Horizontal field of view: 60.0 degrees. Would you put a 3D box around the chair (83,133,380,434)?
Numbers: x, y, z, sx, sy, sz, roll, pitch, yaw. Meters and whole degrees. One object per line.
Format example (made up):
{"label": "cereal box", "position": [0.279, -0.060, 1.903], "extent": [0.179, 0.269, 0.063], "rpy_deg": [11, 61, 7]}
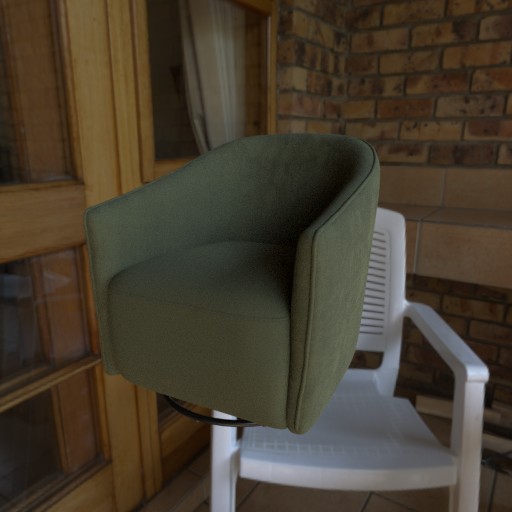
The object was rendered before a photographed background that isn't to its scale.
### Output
{"label": "chair", "position": [0.000, 0.000, 1.483], "extent": [0.747, 0.799, 0.875], "rpy_deg": [7, 17, 26]}
